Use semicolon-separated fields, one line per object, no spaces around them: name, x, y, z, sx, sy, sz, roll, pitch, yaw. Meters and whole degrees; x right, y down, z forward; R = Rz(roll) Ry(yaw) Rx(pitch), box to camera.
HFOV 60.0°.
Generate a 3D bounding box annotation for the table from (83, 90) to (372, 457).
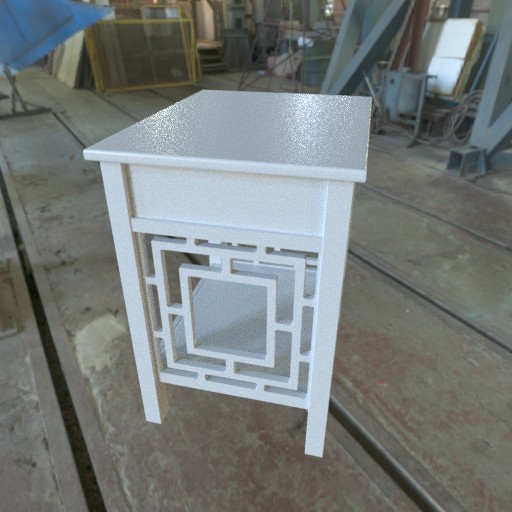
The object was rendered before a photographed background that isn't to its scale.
table;0.000;0.000;1.055;0.451;0.646;0.564;7;31;12
